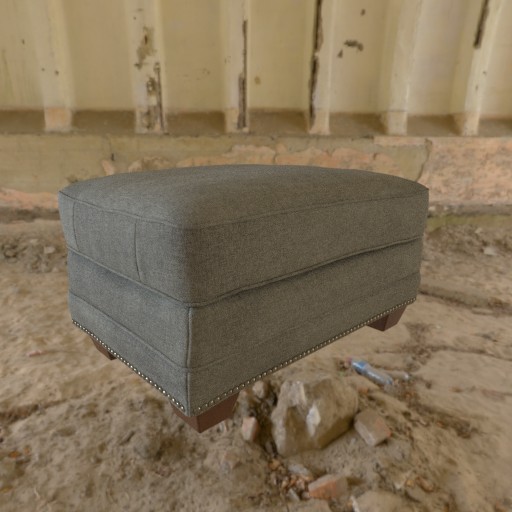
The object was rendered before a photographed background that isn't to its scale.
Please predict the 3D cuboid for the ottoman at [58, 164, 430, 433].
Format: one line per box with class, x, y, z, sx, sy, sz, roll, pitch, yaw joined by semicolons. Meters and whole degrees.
ottoman;0.000;0.000;1.151;0.813;0.457;0.561;-15;22;-41
